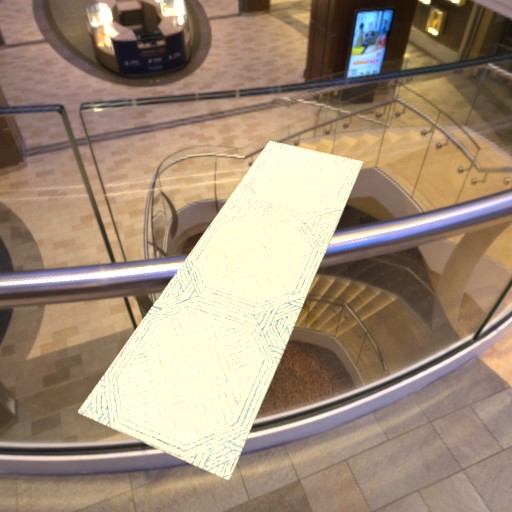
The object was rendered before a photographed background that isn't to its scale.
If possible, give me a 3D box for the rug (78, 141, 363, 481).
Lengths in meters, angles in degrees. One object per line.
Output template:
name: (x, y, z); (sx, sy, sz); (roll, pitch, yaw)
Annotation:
rug: (0.000, 0.000, 2.711); (0.775, 0.012, 2.452); (17, 49, 15)
